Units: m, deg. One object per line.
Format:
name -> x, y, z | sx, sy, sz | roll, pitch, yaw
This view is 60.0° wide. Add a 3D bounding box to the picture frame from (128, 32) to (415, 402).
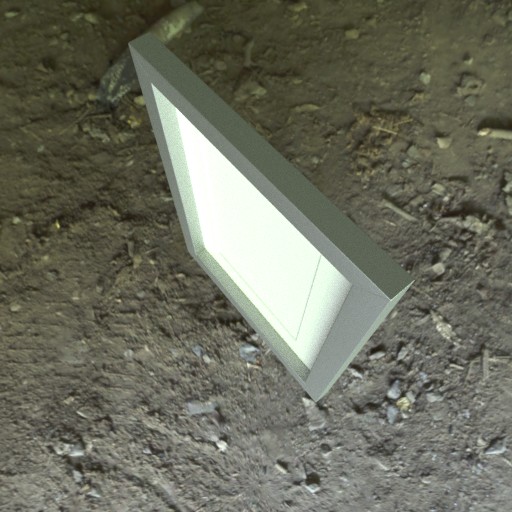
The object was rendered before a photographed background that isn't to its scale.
picture frame -> 0.000, 0.000, 0.505 | 0.036, 0.386, 0.307 | -36, 68, -17
